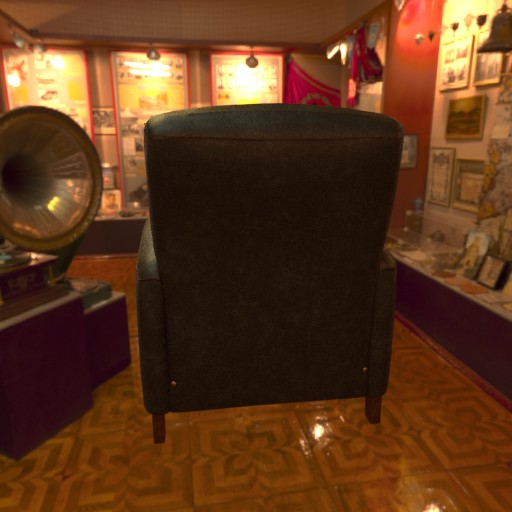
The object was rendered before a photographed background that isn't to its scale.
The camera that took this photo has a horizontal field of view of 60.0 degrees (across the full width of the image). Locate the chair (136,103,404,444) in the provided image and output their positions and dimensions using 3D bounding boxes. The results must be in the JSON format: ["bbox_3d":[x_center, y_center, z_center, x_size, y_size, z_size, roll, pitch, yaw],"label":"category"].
[{"bbox_3d":[0.000,0.000,1.642,0.848,1.014,0.864,-2,15,-8],"label":"chair"}]
